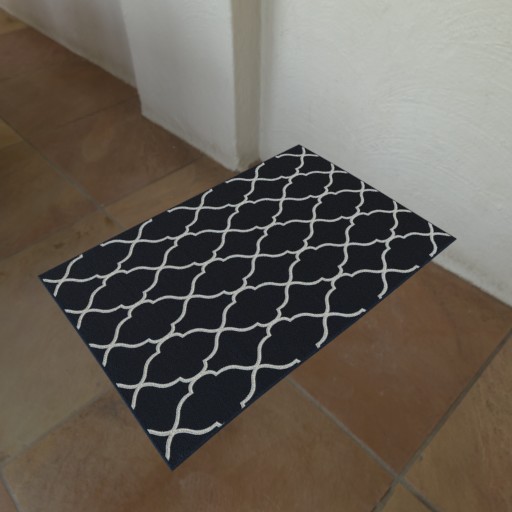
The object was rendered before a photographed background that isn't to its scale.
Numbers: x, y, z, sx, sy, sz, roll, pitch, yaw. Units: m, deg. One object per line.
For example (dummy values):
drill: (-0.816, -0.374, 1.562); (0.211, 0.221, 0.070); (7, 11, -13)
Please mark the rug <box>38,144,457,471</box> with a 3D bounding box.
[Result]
rug: (0.000, 0.000, 2.876); (2.290, 0.014, 1.526); (-32, 54, -27)
